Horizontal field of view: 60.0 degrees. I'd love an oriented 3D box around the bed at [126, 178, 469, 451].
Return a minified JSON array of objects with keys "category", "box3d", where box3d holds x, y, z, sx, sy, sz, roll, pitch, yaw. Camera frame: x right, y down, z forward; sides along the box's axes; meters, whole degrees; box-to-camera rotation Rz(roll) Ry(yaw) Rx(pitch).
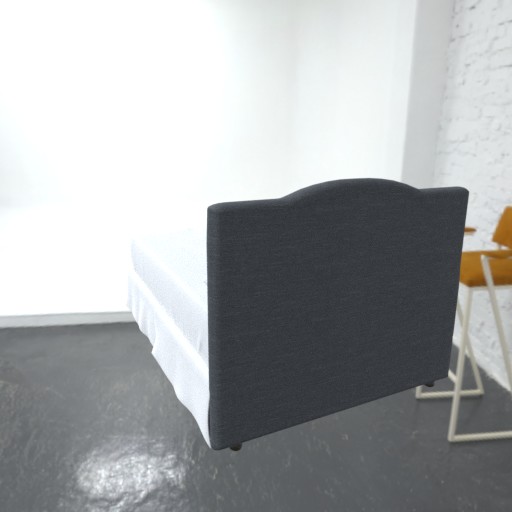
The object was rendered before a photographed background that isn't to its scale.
[{"category":"bed","box3d":[0.000,0.000,3.593,1.747,1.441,2.507,-7,17,-25]}]
